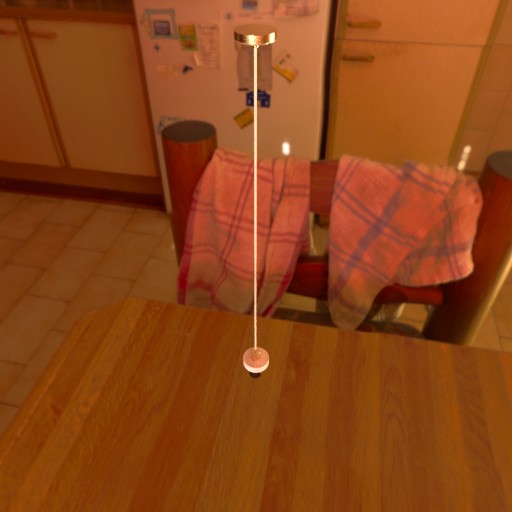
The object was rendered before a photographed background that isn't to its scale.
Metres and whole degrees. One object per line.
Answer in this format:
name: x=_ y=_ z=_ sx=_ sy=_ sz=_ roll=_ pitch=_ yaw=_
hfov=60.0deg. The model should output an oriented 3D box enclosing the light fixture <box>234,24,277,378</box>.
light fixture: x=0.000 y=0.000 z=1.780 sx=0.129 sy=1.669 sz=0.129 roll=-12 pitch=43 yaw=-14
